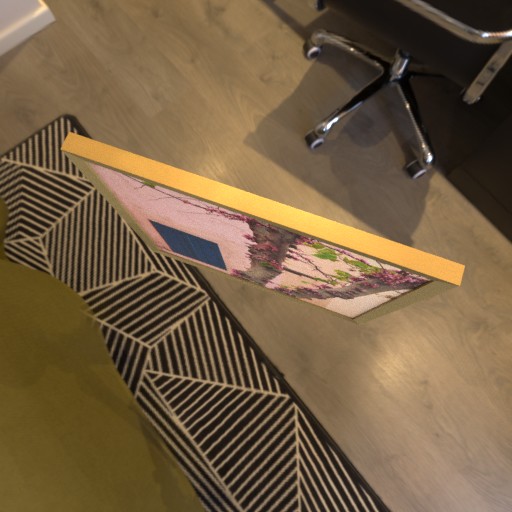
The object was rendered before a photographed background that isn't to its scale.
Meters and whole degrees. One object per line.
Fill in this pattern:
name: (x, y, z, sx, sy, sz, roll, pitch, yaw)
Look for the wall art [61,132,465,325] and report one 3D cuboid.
wall art: (0.000, 0.000, 1.170, 0.762, 0.762, 0.038, 19, 77, 5)
